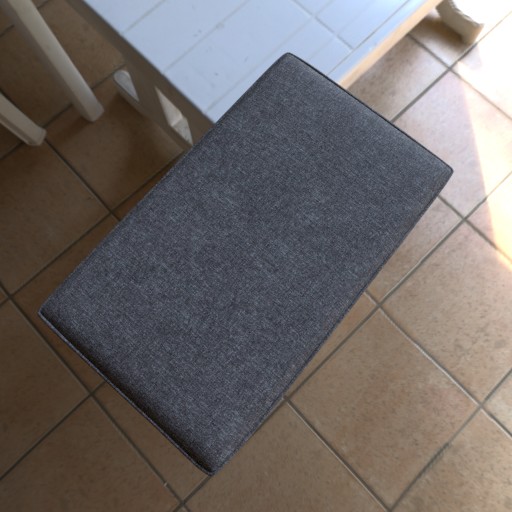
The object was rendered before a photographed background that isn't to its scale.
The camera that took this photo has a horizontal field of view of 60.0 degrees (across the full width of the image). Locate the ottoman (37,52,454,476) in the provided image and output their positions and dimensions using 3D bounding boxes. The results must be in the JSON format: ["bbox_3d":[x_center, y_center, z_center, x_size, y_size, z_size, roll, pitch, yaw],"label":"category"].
[{"bbox_3d":[0.000,0.000,1.515,0.717,0.487,1.184,40,79,9],"label":"ottoman"}]
